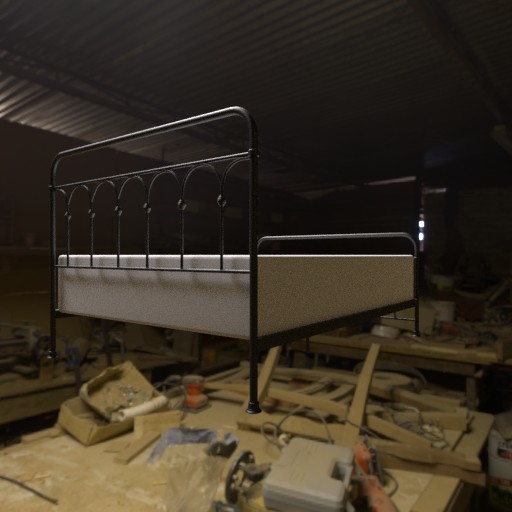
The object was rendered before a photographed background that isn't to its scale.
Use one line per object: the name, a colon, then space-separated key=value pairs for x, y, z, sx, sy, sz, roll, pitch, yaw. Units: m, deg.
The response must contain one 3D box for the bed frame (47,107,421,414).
bed frame: x=0.000 y=0.000 z=3.160 sx=1.664 sy=1.276 sz=2.203 roll=0 pitch=0 yaw=37
